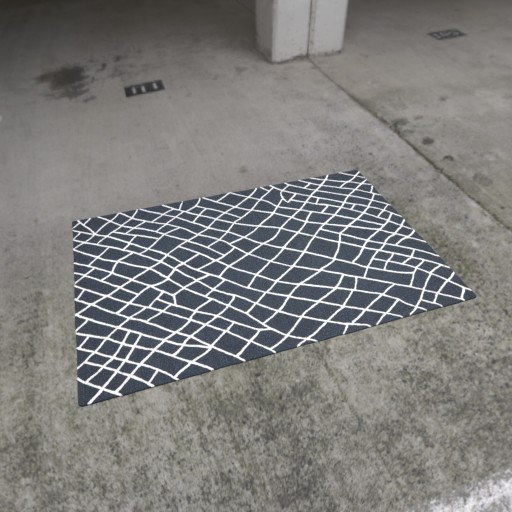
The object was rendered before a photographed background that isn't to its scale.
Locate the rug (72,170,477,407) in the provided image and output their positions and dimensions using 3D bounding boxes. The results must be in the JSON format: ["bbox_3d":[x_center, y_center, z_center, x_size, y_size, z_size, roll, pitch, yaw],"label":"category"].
[{"bbox_3d":[0.000,0.000,2.332,1.830,0.013,1.223,-12,43,-13],"label":"rug"}]
